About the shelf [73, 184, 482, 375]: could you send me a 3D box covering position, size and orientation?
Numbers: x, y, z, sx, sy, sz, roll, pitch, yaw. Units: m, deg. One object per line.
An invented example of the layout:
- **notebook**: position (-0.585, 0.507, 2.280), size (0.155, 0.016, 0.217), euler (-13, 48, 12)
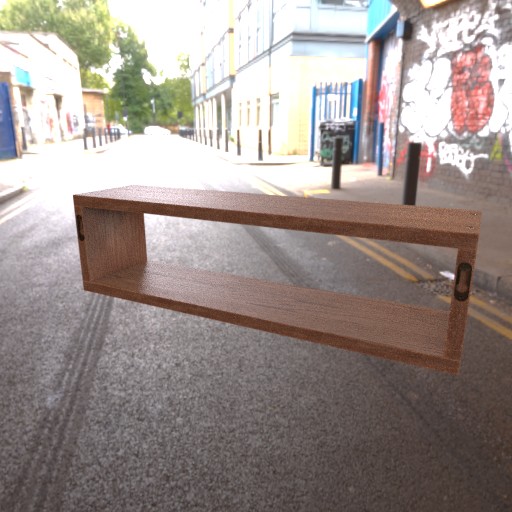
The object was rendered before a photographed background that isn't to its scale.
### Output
- **shelf**: position (0.000, 0.000, 0.692), size (0.610, 0.170, 0.150), euler (8, 18, 26)
